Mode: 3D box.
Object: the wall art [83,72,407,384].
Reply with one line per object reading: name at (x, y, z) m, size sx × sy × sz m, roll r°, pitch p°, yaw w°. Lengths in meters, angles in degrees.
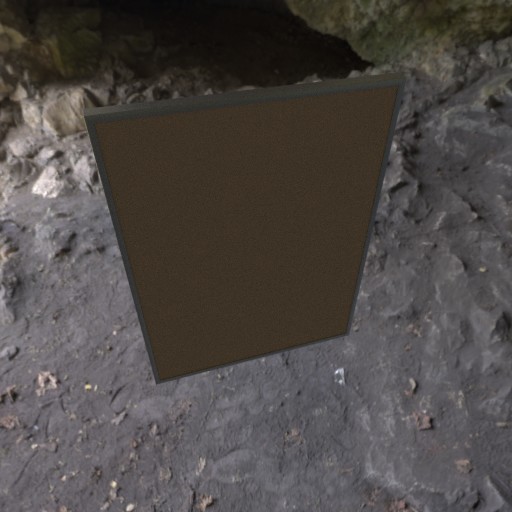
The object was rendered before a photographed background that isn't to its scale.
wall art at (0.000, 0.000, 1.426) m, size 0.803 × 1.062 × 0.041 m, roll -11°, pitch 43°, yaw -13°
